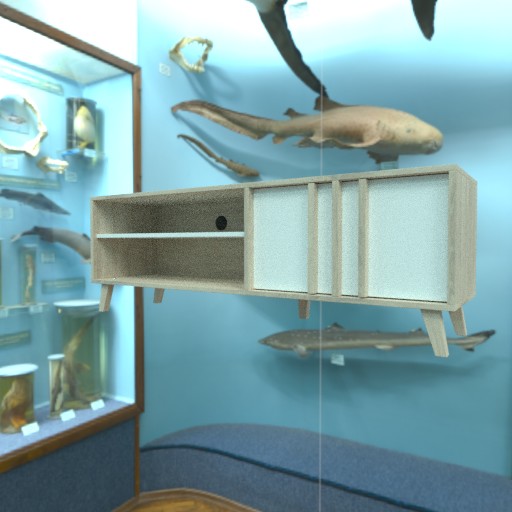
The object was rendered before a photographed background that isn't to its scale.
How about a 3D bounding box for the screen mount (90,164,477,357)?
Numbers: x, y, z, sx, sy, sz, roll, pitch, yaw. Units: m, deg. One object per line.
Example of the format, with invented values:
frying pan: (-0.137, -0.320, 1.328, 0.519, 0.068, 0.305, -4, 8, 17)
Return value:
screen mount: (0.000, 0.000, 1.727, 1.500, 0.510, 0.400, 1, 2, 33)
